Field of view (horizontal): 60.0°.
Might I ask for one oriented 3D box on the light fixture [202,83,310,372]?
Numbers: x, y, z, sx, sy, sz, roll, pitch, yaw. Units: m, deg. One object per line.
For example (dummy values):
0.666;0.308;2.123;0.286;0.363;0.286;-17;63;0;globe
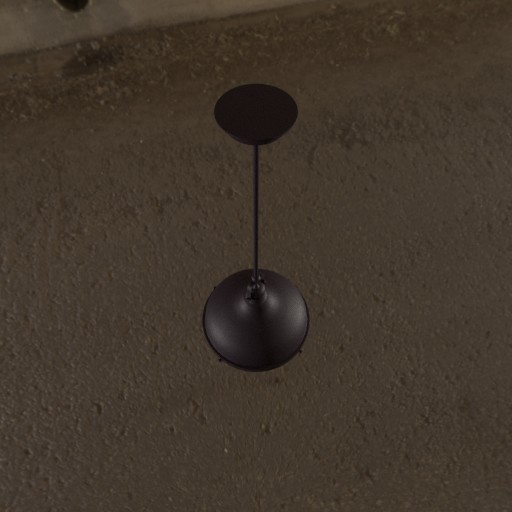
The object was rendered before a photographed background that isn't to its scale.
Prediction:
0.000;0.000;1.047;0.341;0.849;0.341;34;64;19;light fixture
